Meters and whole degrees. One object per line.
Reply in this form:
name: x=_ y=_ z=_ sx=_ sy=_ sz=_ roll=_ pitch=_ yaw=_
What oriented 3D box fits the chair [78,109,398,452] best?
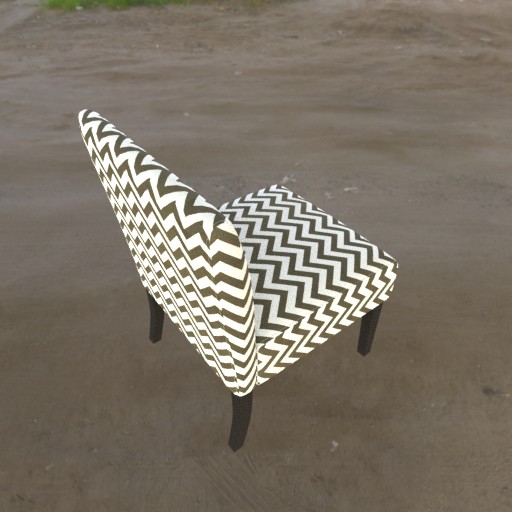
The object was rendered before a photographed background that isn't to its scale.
chair: x=0.000 y=0.000 z=1.287 sx=0.648 sy=0.838 sz=0.589 roll=-27 pitch=47 yaw=-28
